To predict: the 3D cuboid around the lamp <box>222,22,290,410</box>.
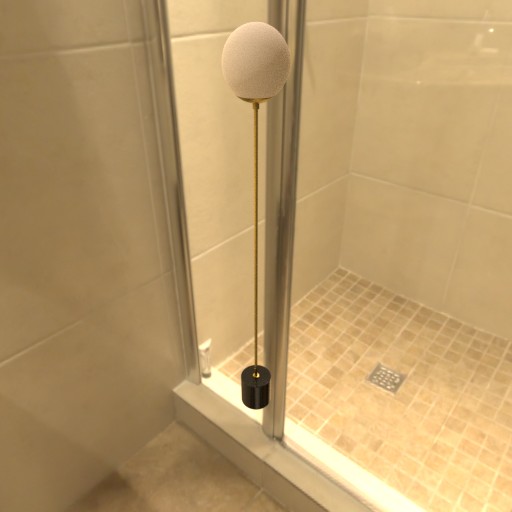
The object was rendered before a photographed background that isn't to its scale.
[{"bbox_3d":[0.000,0.000,1.868,0.229,1.748,0.229,2,32,3],"label":"lamp"}]
